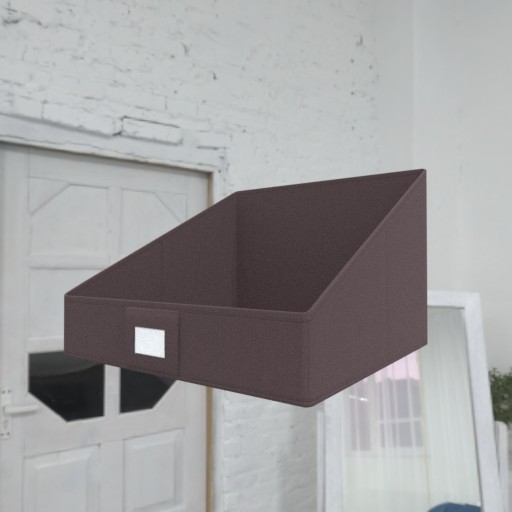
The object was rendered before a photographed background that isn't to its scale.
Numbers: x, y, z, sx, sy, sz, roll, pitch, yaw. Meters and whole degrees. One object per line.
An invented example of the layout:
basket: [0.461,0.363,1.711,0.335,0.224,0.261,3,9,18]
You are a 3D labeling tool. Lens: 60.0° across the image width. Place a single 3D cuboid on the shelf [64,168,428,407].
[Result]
shelf: [0.000,0.000,0.491,0.292,0.210,0.292,-1,-1,36]
